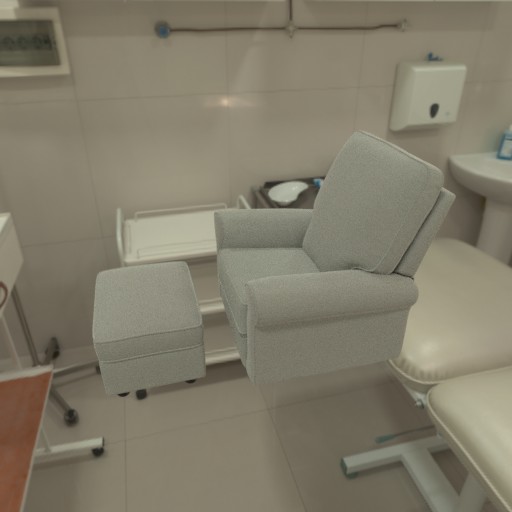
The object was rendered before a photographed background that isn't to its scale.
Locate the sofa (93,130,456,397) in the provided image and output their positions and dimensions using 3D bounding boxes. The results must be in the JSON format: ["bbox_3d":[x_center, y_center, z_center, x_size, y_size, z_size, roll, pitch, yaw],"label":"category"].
[{"bbox_3d":[0.000,0.000,2.049,1.478,0.959,0.880,-8,31,-13],"label":"sofa"}]
